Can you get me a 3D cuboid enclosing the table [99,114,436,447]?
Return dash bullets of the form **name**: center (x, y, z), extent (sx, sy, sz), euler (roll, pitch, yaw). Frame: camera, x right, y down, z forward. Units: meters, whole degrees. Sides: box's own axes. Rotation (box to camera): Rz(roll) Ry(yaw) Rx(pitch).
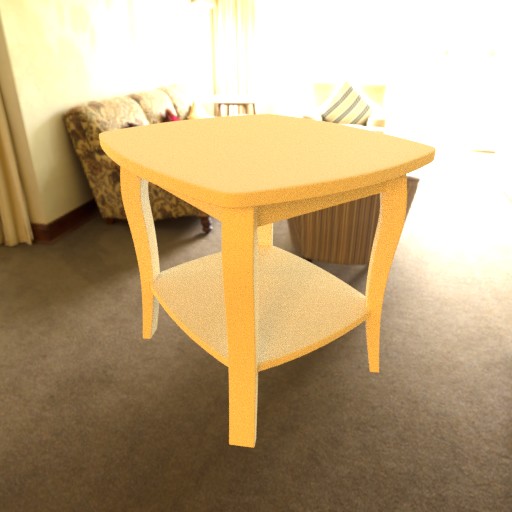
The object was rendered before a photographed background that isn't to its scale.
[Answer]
- **table**: center (0.000, 0.000, 0.844), extent (0.451, 0.438, 0.502), euler (-18, 31, -32)
